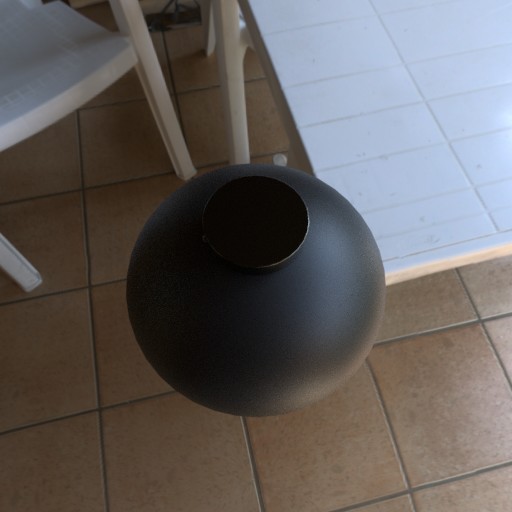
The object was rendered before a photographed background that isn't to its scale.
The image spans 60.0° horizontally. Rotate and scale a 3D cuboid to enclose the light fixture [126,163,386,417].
[{"bbox_3d":[0.000,0.000,0.544,0.355,0.177,0.355,0,64,0],"label":"light fixture"}]
